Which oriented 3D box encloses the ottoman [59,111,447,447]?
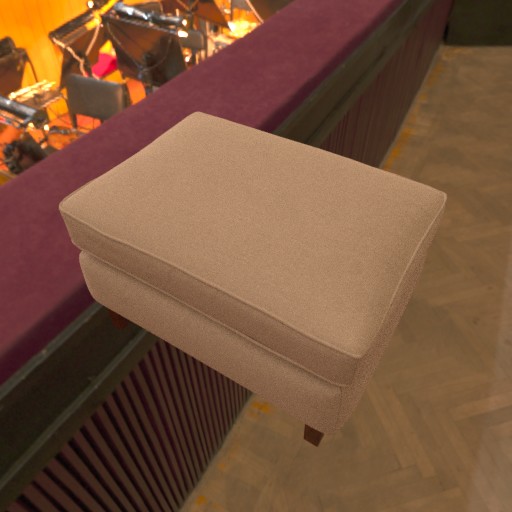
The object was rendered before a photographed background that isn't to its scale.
[{"bbox_3d":[0.000,0.000,1.001,0.665,0.456,0.501,24,51,22],"label":"ottoman"}]
